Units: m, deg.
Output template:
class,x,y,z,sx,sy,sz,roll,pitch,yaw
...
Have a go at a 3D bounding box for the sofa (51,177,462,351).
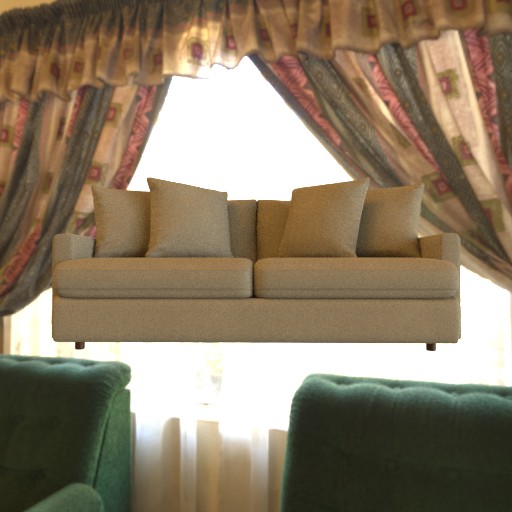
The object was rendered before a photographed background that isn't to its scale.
class,x,y,z,sx,sy,sz,roll,pitch,yaw
sofa,0.000,0.000,3.010,2.380,1.084,1.228,0,-2,1
